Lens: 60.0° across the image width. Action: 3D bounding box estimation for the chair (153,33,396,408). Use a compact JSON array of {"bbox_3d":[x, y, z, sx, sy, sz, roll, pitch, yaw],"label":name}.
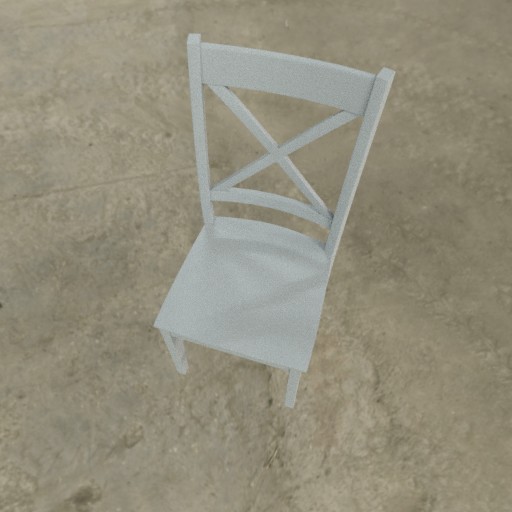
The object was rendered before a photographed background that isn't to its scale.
[{"bbox_3d":[0.000,0.000,1.291,0.485,0.983,0.542,15,59,9],"label":"chair"}]
